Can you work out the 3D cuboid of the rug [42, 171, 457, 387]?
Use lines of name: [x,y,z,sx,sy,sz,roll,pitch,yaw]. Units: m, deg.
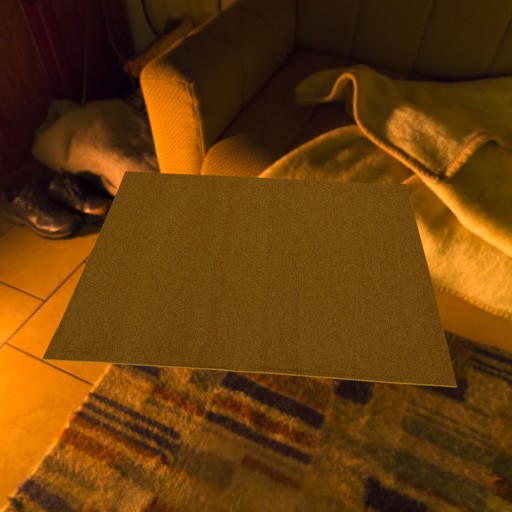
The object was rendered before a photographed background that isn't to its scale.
rug: [0.000,0.000,4.194,3.202,0.045,2.434,3,47,3]
